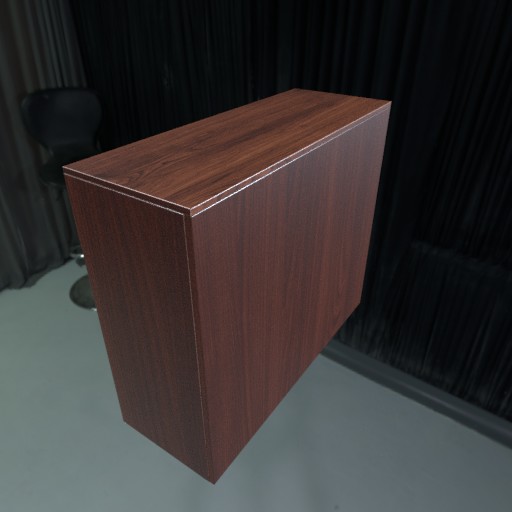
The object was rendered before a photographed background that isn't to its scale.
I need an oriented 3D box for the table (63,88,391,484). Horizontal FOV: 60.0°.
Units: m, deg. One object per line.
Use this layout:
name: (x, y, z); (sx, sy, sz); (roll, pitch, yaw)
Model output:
table: (0.000, 0.000, 1.352); (0.380, 0.790, 0.930); (20, 37, 29)
